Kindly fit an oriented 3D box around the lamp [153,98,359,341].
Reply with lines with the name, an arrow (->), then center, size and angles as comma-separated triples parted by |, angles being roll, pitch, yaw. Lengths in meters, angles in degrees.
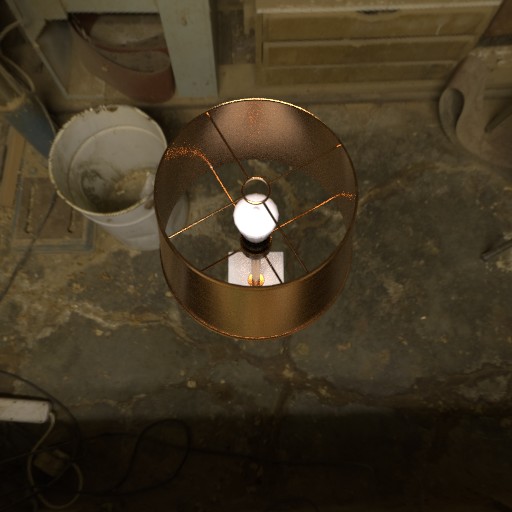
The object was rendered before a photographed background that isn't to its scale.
lamp -> 0.000, 0.000, 0.532 | 0.208, 0.406, 0.208 | 0, 75, 0
